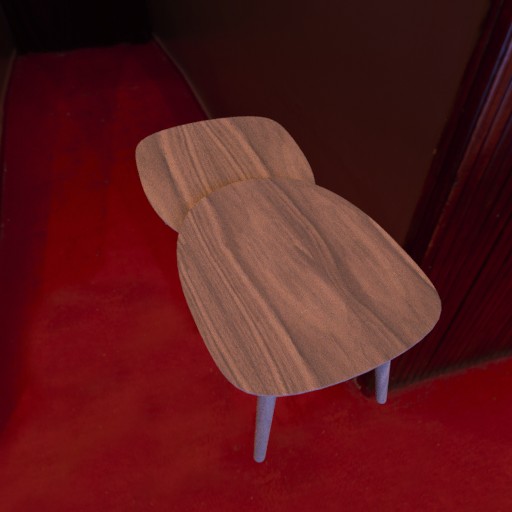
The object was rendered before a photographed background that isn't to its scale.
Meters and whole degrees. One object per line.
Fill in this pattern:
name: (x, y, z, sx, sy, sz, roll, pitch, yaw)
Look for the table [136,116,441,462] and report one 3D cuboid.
table: (0.000, 0.000, 1.335, 0.527, 0.429, 1.084, -16, 49, -14)
